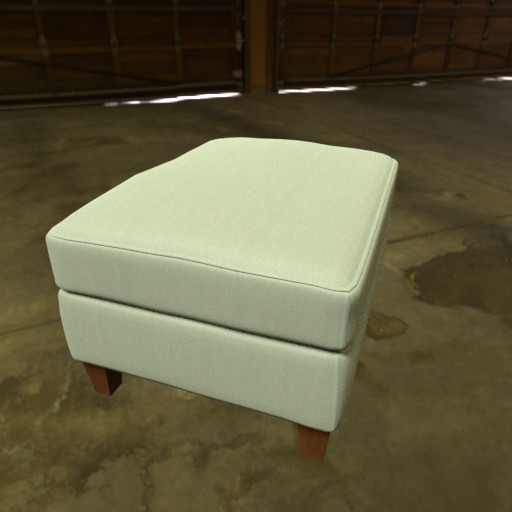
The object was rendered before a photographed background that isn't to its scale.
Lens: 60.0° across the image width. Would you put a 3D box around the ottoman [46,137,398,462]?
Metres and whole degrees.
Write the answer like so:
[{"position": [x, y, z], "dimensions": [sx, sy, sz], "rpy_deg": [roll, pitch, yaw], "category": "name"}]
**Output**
[{"position": [0.000, 0.000, 1.185], "dimensions": [0.634, 0.496, 0.818], "rpy_deg": [10, 30, 18], "category": "ottoman"}]
